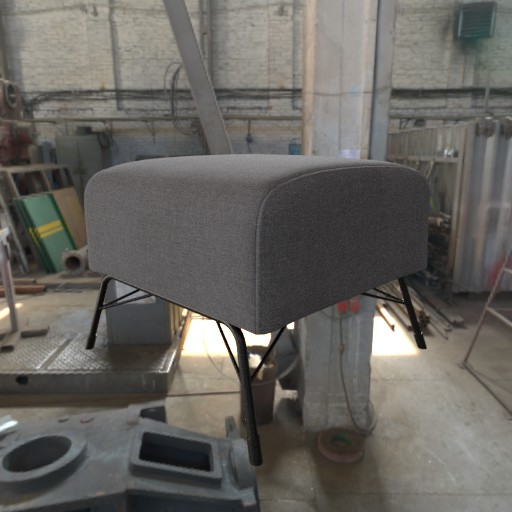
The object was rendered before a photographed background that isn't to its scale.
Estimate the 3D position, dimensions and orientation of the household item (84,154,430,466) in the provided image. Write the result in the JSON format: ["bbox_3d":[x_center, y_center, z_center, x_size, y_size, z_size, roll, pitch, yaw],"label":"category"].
[{"bbox_3d":[0.000,0.000,0.915,0.530,0.410,0.530,13,19,43],"label":"household item"}]
